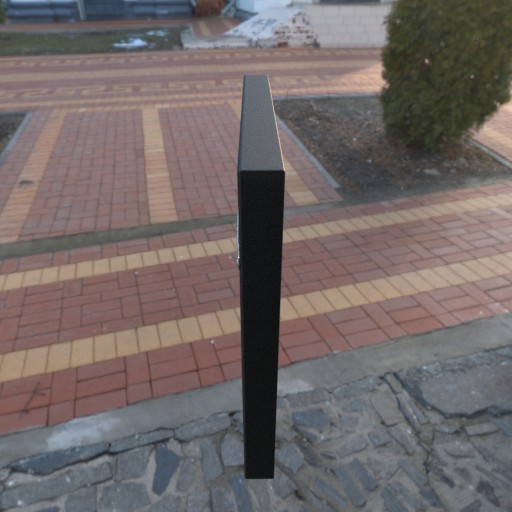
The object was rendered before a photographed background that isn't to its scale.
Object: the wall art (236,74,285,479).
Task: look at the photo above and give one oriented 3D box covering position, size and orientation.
[{"bbox_3d":[0.000,0.000,0.617,0.041,0.407,0.406,0,32,-1],"label":"wall art"}]
